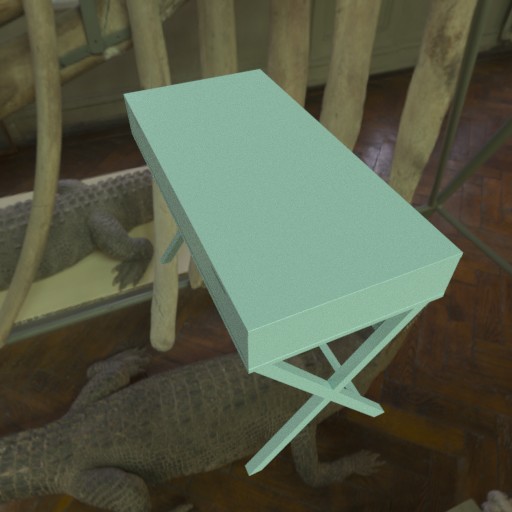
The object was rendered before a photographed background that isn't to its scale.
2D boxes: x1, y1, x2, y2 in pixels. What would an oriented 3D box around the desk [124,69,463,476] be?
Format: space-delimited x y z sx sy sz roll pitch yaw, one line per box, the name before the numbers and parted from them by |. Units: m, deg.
desk | 0.000 0.000 1.497 0.509 0.780 1.059 -17 48 -17
